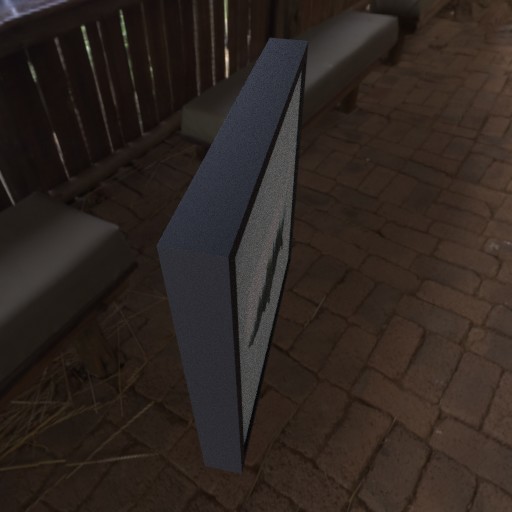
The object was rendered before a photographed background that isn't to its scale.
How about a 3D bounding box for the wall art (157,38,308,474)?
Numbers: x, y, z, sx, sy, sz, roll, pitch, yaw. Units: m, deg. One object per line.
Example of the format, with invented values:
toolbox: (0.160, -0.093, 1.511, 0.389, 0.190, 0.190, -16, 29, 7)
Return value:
wall art: (0.000, 0.000, 0.437, 0.038, 0.304, 0.304, 9, 46, 9)
